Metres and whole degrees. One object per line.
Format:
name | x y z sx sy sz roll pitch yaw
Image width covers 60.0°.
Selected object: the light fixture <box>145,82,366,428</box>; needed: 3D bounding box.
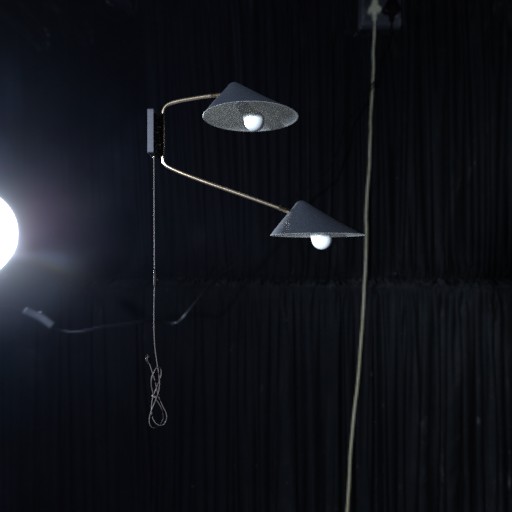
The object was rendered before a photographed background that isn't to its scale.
light fixture | 0.000 0.000 0.854 0.422 0.665 0.189 0 0 0
